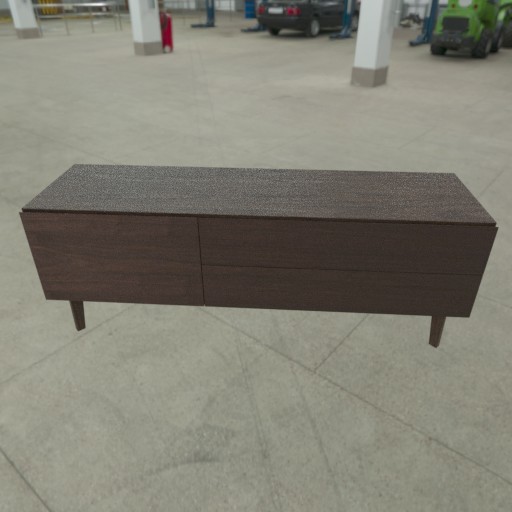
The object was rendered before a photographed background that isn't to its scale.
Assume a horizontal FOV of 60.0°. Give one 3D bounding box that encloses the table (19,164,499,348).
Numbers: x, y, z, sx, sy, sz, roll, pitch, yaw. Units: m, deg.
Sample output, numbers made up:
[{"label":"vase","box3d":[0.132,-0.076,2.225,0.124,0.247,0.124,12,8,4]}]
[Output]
[{"label":"table","box3d":[0.000,0.000,1.589,1.397,0.508,0.405,2,32,3]}]
